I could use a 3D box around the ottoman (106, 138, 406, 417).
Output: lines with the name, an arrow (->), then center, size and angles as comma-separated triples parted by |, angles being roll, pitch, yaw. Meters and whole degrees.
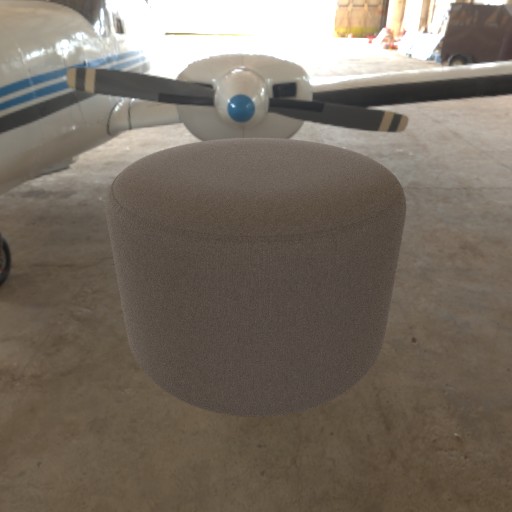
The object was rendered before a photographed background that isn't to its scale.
ottoman -> 0.000, 0.000, 1.004 | 0.608, 0.433, 0.608 | 0, 28, 0
